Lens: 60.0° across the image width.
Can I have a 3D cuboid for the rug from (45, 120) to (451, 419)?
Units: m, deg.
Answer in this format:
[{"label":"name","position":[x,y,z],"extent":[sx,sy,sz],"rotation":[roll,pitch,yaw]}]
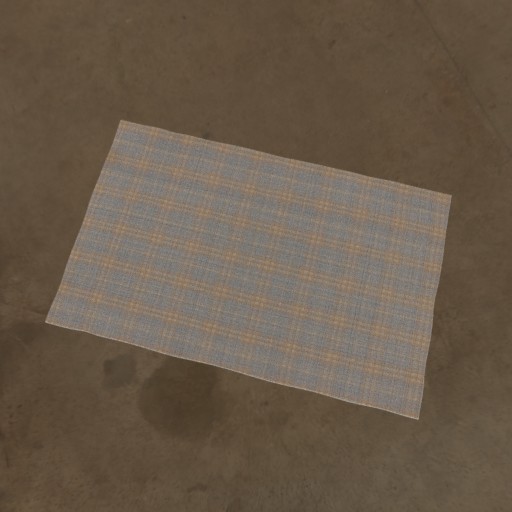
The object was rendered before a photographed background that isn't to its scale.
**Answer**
[{"label":"rug","position":[0.000,0.000,3.004],"extent":[2.460,0.016,1.545],"rotation":[14,75,4]}]
